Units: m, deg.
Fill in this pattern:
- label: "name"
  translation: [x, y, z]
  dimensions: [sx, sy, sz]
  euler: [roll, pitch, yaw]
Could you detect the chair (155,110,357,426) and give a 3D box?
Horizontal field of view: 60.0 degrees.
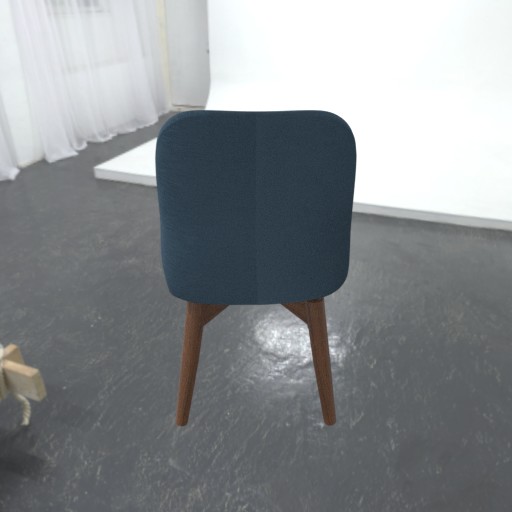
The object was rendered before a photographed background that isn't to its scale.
- label: "chair"
  translation: [0.000, 0.000, 1.216]
  dimensions: [0.503, 0.882, 0.589]
  euler: [0, 29, 0]
